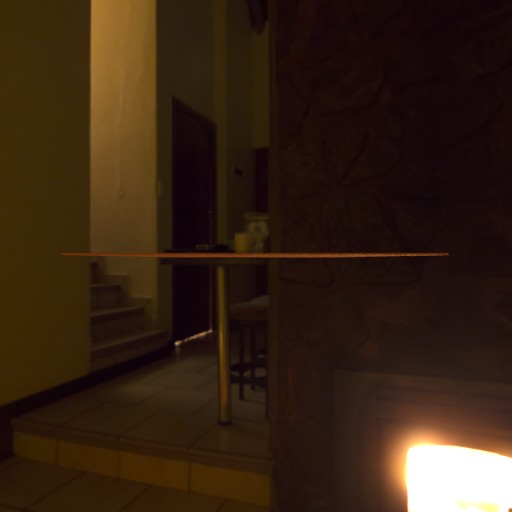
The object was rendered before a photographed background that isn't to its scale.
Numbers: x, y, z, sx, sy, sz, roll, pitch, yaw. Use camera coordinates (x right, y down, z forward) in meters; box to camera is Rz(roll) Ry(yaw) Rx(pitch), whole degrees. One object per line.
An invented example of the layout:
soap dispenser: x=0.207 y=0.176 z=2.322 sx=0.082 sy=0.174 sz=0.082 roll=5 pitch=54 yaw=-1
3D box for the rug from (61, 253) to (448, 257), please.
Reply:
rug: x=0.000 y=0.000 z=2.953 sx=1.523 sy=0.008 sz=2.438 roll=0 pitch=0 yaw=0
